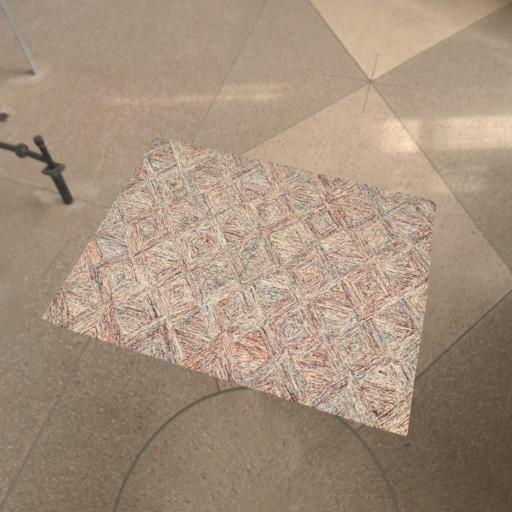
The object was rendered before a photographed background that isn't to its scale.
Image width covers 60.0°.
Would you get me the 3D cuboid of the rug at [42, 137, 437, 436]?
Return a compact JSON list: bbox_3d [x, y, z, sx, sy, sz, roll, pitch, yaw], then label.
[{"bbox_3d":[0.000,0.000,4.264,3.226,0.024,2.436,15,59,9],"label":"rug"}]
